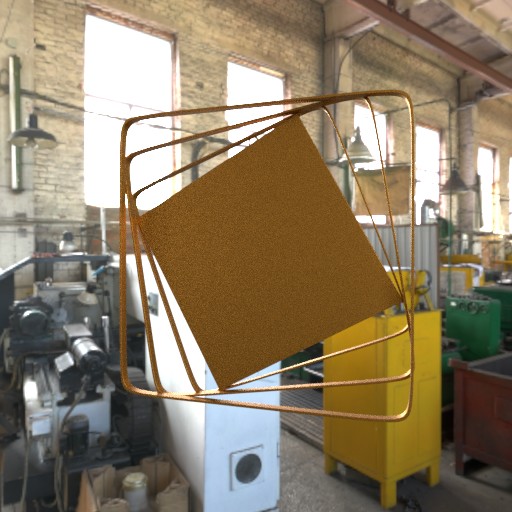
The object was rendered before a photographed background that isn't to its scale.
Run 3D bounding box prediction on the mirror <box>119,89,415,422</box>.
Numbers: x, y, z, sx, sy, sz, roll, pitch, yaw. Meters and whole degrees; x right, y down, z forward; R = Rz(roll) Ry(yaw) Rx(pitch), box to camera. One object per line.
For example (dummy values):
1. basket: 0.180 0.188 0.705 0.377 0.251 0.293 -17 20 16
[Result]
1. mirror: 0.000 0.000 0.694 0.470 0.468 0.045 0 1 17
